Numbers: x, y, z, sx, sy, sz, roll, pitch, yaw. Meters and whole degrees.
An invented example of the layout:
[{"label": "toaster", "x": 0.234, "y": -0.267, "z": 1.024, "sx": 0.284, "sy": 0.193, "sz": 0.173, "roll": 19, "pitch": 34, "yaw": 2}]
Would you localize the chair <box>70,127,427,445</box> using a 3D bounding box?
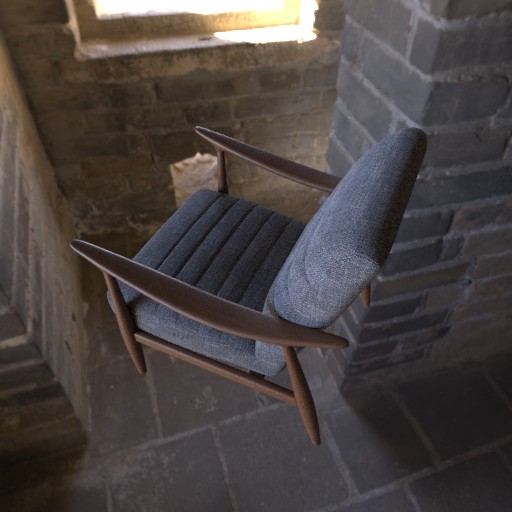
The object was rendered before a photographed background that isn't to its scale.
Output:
[{"label": "chair", "x": 0.000, "y": 0.000, "z": 1.420, "sx": 0.798, "sy": 0.832, "sz": 0.741, "roll": 18, "pitch": 48, "yaw": 17}]
